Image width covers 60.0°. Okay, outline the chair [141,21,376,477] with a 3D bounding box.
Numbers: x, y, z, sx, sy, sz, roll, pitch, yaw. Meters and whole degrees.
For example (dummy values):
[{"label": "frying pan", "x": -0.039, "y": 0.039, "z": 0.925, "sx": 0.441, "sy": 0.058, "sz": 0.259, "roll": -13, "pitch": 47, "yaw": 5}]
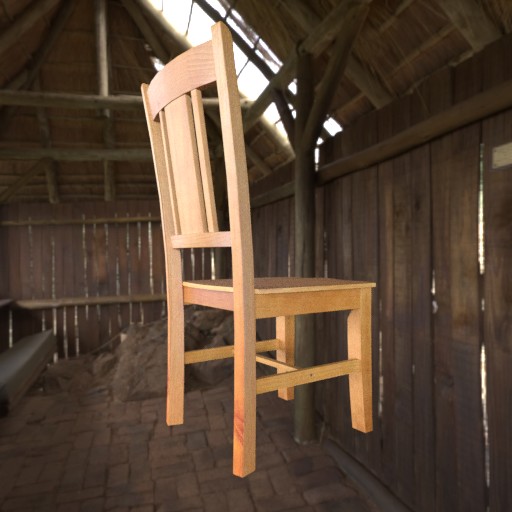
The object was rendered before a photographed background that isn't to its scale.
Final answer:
[{"label": "chair", "x": 0.000, "y": 0.000, "z": 1.268, "sx": 0.556, "sy": 0.998, "sz": 0.450, "roll": 0, "pitch": 0, "yaw": -36}]
